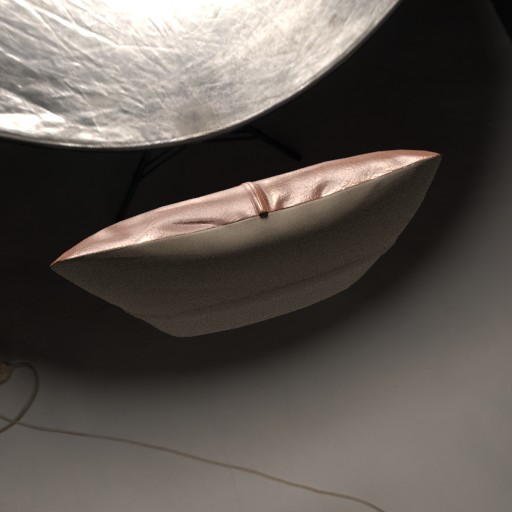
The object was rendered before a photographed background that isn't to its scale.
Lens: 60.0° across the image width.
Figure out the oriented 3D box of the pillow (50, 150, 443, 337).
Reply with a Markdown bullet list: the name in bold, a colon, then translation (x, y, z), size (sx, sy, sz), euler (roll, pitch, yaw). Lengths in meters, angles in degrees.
- **pillow**: translation (0.000, 0.000, 0.728), size (0.484, 0.470, 0.192), euler (-16, 75, -5)
